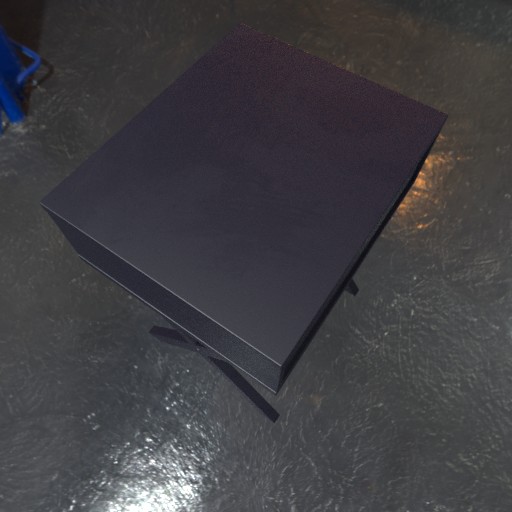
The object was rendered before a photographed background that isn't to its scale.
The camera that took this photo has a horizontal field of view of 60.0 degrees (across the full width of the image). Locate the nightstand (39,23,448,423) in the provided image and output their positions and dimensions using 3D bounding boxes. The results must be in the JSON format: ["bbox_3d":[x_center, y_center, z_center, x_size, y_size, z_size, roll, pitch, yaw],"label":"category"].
[{"bbox_3d":[0.000,0.000,0.927,0.402,0.623,0.479,31,66,16],"label":"nightstand"}]
